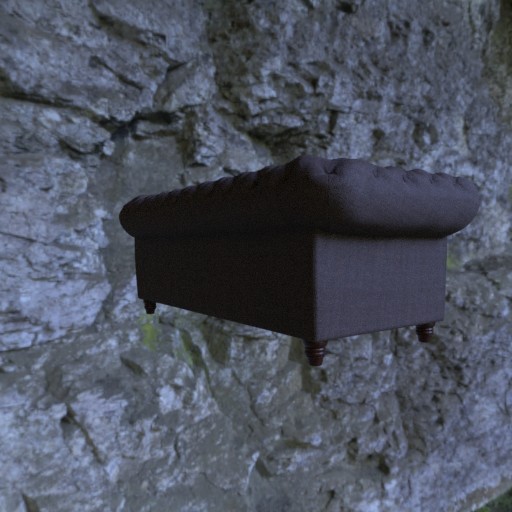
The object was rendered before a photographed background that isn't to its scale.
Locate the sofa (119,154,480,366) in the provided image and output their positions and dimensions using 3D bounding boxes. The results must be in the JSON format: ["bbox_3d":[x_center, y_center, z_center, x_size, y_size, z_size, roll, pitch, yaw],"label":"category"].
[{"bbox_3d":[0.000,0.000,2.460,0.944,0.780,2.048,-1,1,-36],"label":"sofa"}]
